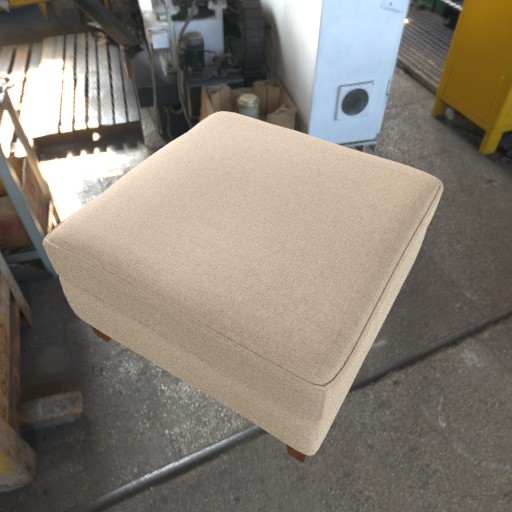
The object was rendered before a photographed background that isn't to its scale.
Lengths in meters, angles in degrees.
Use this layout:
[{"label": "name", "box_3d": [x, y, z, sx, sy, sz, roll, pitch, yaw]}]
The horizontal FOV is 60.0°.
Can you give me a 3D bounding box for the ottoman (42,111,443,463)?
[{"label": "ottoman", "box_3d": [0.000, 0.000, 1.364, 0.838, 0.503, 0.838, 24, 51, 21]}]
